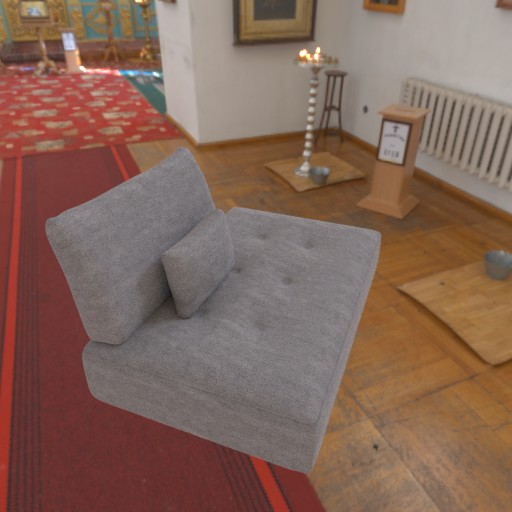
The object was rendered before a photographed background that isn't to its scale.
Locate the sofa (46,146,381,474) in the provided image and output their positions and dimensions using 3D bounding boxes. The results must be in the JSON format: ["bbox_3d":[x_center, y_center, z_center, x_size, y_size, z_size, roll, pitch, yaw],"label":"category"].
[{"bbox_3d":[0.000,0.000,2.055,1.002,0.820,1.450,12,33,19],"label":"sofa"}]
